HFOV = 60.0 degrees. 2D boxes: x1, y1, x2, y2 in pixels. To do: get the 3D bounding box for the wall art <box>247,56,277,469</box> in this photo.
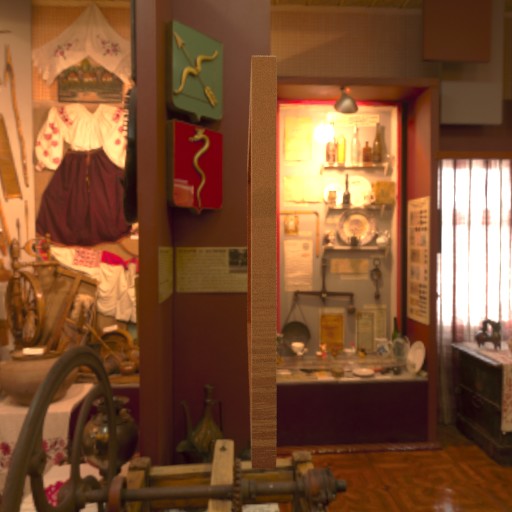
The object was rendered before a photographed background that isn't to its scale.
[{"bbox_3d":[0.000,0.000,1.109,0.037,0.609,0.916,0,2,-2],"label":"wall art"}]
